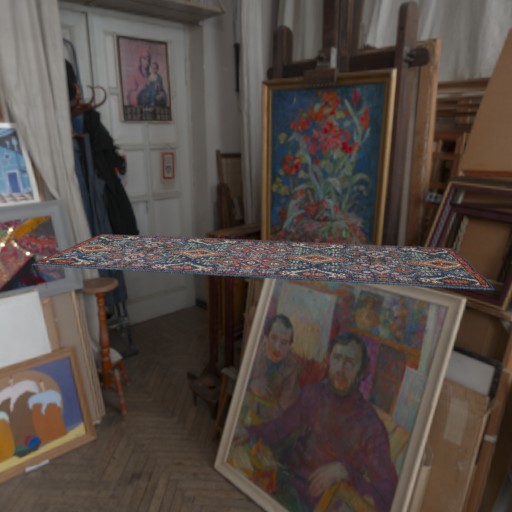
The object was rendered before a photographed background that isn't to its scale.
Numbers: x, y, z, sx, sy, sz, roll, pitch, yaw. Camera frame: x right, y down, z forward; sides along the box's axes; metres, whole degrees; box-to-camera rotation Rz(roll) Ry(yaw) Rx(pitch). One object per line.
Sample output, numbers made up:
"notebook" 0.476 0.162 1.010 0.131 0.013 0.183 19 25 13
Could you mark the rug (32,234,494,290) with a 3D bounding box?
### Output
"rug" 0.000 0.000 2.691 2.459 0.010 0.801 3 16 9
